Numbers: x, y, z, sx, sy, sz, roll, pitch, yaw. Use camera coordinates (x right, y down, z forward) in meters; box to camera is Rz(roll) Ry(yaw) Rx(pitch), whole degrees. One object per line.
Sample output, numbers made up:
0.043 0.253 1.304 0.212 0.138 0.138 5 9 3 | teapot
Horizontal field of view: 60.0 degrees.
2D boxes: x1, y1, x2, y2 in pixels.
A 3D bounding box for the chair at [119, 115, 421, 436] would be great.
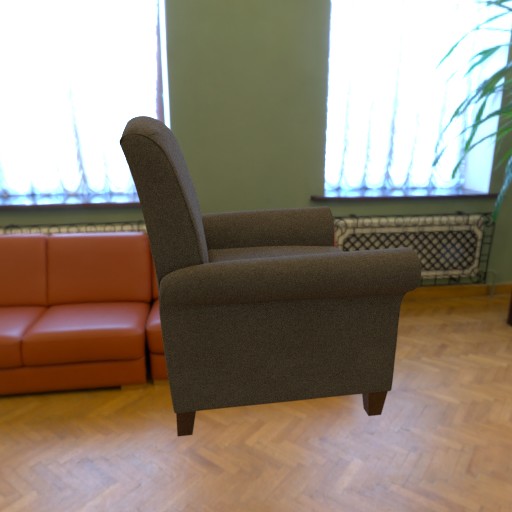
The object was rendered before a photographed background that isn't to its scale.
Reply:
0.000 0.000 1.768 0.905 1.061 0.978 -3 16 -9 | chair
